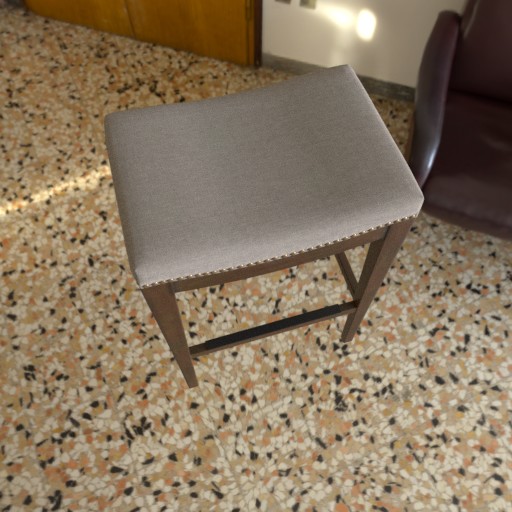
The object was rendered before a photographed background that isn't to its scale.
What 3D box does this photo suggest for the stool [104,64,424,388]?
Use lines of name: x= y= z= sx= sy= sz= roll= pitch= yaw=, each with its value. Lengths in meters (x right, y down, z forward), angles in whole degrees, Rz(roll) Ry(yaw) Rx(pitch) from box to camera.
stool: x=0.000 y=0.000 z=1.067 sx=0.508 sy=0.762 sz=0.356 roll=-15 pitch=64 yaw=-7
